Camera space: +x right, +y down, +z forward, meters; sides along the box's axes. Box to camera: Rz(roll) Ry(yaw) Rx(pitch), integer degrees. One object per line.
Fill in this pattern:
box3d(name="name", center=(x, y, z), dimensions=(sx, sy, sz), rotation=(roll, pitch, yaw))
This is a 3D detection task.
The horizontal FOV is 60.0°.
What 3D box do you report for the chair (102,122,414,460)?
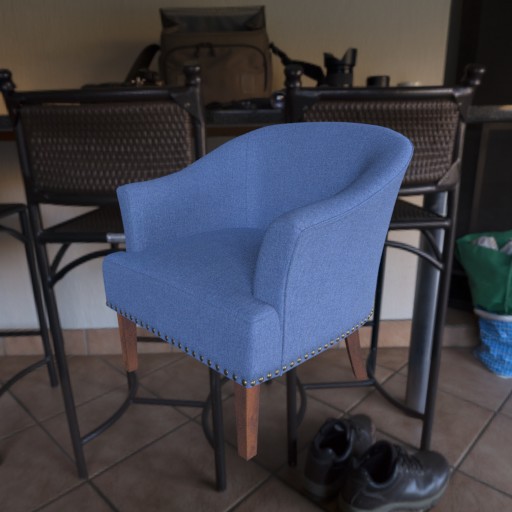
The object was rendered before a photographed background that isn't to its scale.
box3d(name="chair", center=(0.000, 0.000, 1.396), dimensions=(0.704, 0.815, 0.798), rotation=(-15, 22, -42))
